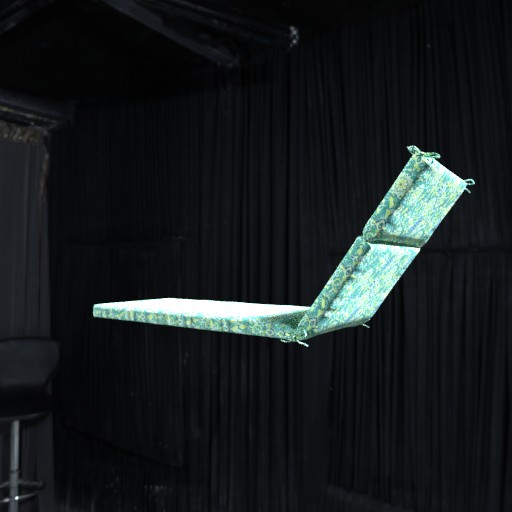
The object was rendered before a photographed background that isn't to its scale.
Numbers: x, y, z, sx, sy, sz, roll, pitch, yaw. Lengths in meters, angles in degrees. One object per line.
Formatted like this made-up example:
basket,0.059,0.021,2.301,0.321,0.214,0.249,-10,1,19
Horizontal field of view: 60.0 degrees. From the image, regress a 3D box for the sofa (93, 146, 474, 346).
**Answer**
sofa,0.000,0.000,1.947,1.663,0.622,0.582,-1,-1,36
